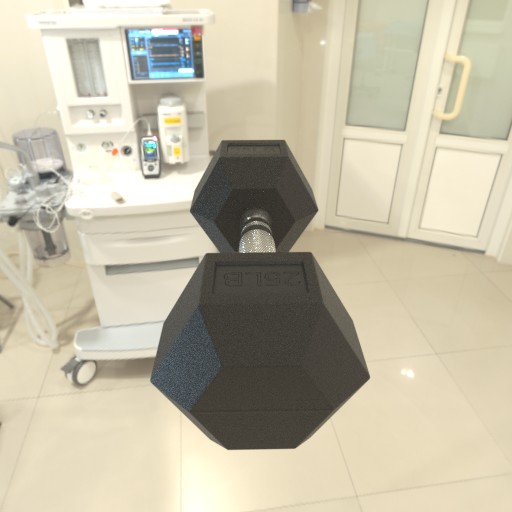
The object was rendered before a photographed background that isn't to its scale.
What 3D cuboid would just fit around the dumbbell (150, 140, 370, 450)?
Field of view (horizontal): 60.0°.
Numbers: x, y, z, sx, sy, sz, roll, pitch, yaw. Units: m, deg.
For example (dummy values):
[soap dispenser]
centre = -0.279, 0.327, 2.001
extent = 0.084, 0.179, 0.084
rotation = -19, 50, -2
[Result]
[dumbbell]
centre = 0.000, 0.000, 0.374
extent = 0.129, 0.113, 0.315
rotation = -1, 32, -1
